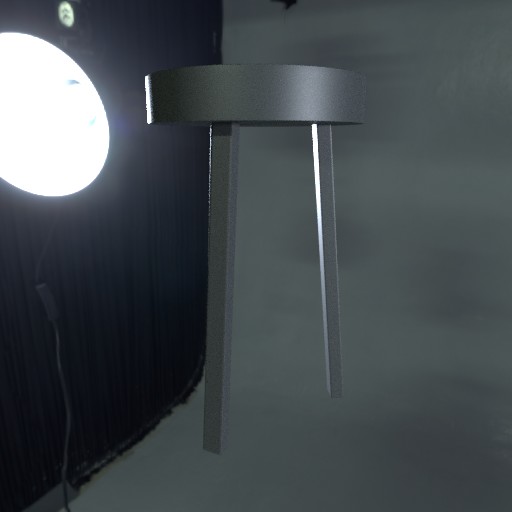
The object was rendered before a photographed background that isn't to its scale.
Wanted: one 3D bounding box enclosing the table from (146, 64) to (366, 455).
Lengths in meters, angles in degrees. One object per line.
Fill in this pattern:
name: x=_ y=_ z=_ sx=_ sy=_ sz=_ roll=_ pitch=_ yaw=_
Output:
table: x=0.000 y=0.000 z=0.927 sx=0.406 sy=0.686 sz=0.406 roll=7 pitch=17 yaw=24
